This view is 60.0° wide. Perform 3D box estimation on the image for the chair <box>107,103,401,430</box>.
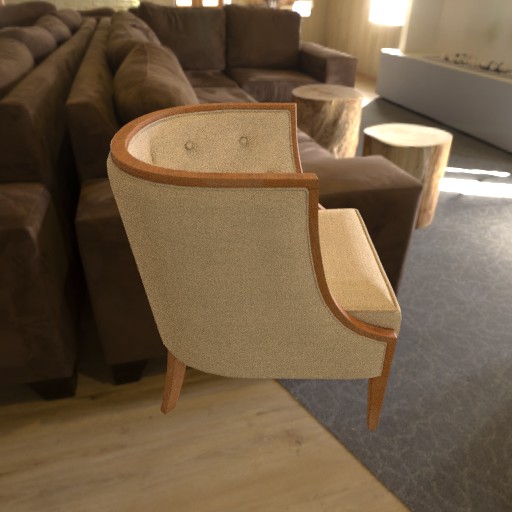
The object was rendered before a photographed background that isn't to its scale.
[{"bbox_3d":[0.000,0.000,1.380,0.757,0.775,0.711,0,31,1],"label":"chair"}]
